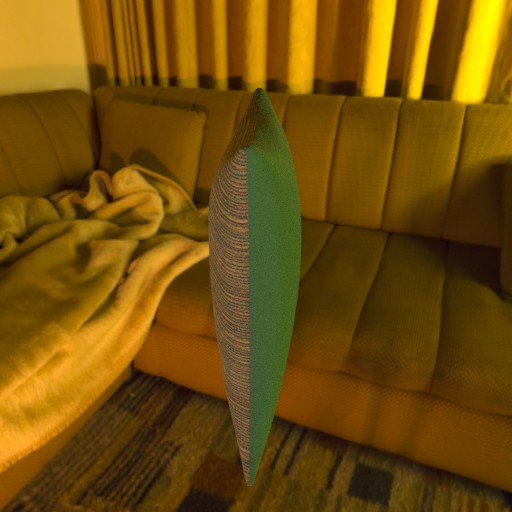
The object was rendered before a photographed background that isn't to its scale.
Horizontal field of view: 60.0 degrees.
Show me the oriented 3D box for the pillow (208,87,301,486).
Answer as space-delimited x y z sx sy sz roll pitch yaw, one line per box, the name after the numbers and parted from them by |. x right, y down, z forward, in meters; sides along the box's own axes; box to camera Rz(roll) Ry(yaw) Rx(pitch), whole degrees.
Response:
0.000 0.000 0.763 0.150 0.497 0.514 1 26 2 | pillow
